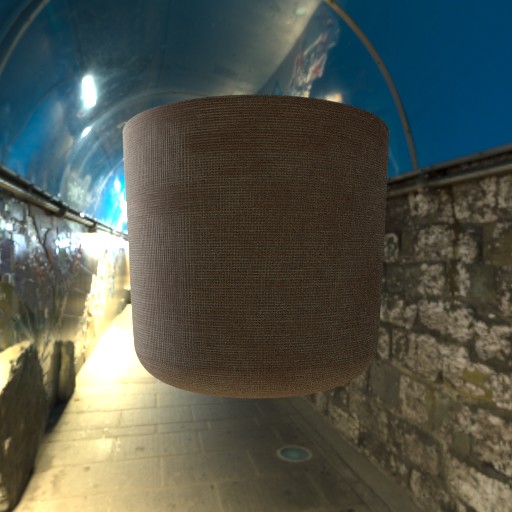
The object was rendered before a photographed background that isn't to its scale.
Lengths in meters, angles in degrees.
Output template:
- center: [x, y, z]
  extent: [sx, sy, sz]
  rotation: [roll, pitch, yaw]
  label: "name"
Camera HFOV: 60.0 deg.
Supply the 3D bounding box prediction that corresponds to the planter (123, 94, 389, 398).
- center: [0.000, 0.000, 0.764]
  extent: [0.440, 0.398, 0.440]
  rotation: [0, 0, 0]
  label: "planter"
